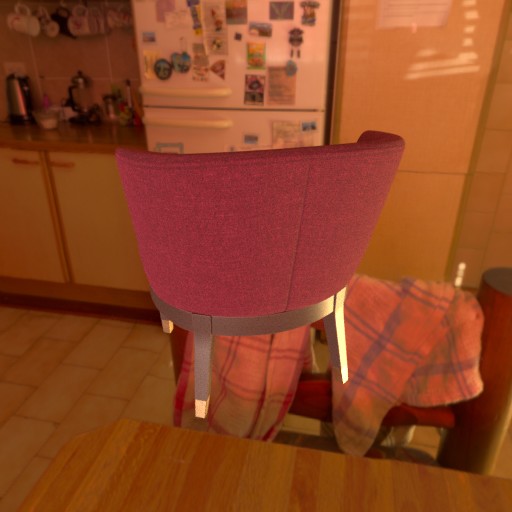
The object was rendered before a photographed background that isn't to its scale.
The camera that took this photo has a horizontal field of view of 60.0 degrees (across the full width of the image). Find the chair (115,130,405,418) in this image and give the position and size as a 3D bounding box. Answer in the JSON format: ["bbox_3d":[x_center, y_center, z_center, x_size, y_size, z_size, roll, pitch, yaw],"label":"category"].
[{"bbox_3d":[0.000,0.000,1.289,0.700,0.760,0.660,-8,28,-16],"label":"chair"}]
